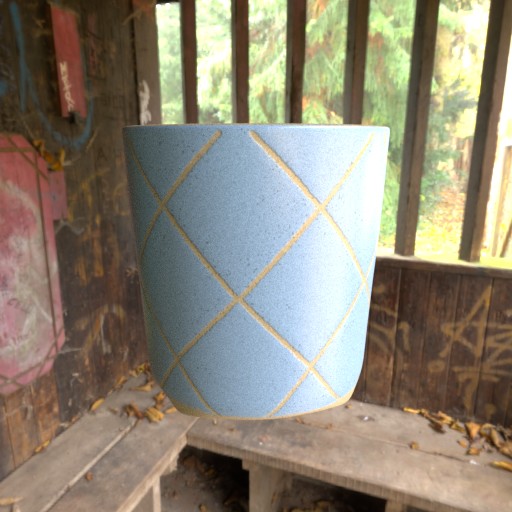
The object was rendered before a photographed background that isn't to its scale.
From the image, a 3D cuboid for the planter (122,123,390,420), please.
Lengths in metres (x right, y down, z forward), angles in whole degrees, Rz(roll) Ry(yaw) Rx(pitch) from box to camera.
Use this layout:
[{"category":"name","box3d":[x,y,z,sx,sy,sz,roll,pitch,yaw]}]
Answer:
[{"category":"planter","box3d":[0.000,0.000,0.421,0.227,0.235,0.227,0,15,0]}]
